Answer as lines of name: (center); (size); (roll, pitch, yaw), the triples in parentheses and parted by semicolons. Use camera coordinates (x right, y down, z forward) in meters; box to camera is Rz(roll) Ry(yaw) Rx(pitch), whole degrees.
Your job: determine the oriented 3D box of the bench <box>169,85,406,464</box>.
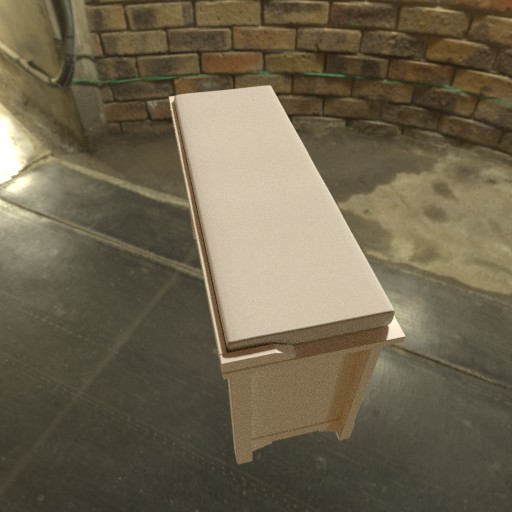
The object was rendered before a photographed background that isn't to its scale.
bench: (0.000, 0.000, 1.310); (0.346, 0.589, 0.987); (-9, 47, -9)
